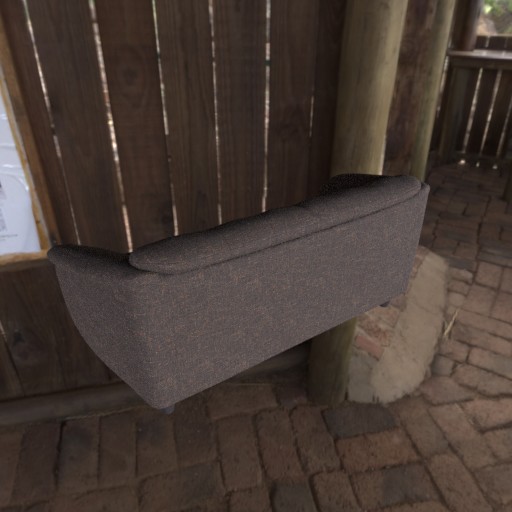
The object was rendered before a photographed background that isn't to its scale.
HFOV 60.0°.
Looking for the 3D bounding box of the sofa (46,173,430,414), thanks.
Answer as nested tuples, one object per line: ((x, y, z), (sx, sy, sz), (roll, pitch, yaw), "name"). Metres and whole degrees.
((0.000, 0.000, 2.288), (1.849, 0.790, 0.887), (-18, 34, -30), "sofa")
